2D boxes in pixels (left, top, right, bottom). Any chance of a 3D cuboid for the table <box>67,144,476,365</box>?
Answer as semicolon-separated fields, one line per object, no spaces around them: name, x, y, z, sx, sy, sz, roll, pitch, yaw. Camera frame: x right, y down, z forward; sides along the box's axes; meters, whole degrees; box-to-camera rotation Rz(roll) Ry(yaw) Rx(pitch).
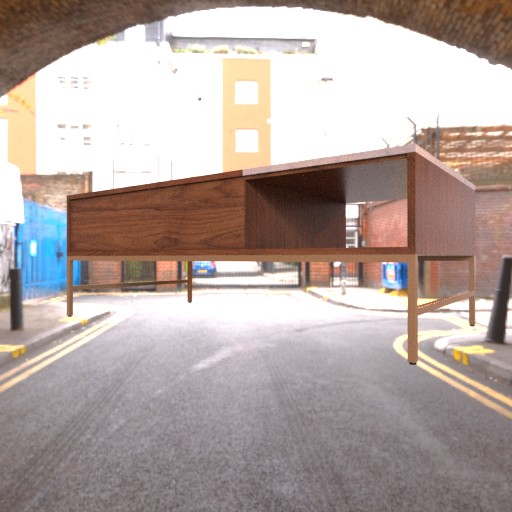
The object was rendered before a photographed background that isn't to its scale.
table;0.000;0.000;1.875;1.553;0.551;0.789;0;0;36
